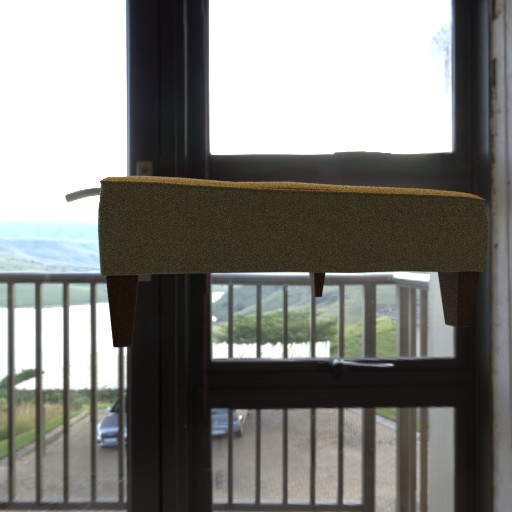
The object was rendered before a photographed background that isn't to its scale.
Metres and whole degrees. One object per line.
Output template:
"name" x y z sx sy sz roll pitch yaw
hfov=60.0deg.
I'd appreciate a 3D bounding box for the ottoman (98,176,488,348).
"ottoman" 0.000 0.000 1.487 0.968 0.379 1.004 0 0 -18
